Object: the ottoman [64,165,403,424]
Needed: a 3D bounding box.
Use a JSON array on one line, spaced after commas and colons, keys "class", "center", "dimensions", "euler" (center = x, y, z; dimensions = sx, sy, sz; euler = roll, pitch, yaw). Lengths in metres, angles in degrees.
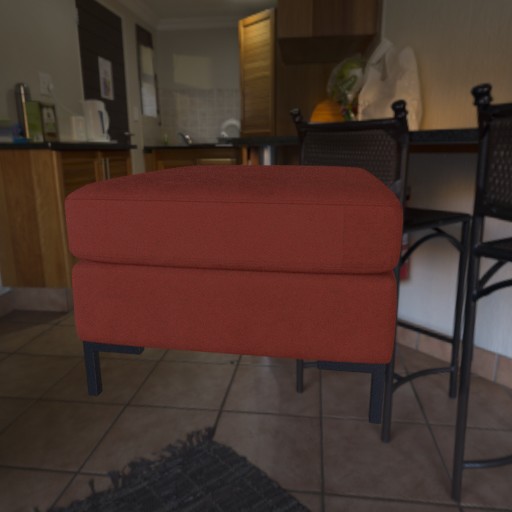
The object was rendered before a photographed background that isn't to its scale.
[{"class": "ottoman", "center": [0.000, 0.000, 1.200], "dimensions": [0.650, 0.462, 0.782], "euler": [2, 15, 9]}]
